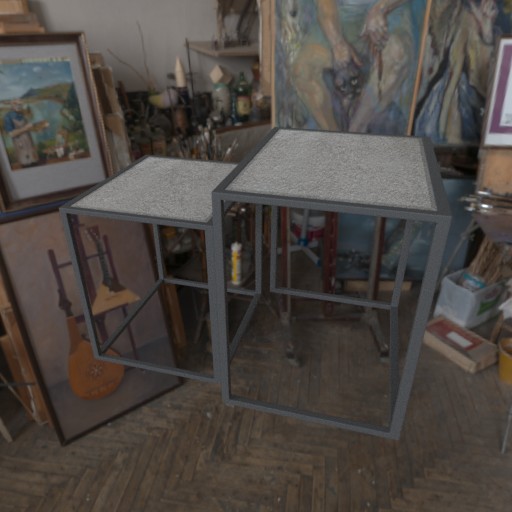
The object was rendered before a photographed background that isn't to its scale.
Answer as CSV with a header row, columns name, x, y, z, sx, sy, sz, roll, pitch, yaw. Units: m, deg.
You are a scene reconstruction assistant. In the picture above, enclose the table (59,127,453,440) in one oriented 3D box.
name,x,y,z,sx,sy,sz,roll,pitch,yaw
table,0.000,0.000,1.145,0.788,0.540,0.508,8,30,13
